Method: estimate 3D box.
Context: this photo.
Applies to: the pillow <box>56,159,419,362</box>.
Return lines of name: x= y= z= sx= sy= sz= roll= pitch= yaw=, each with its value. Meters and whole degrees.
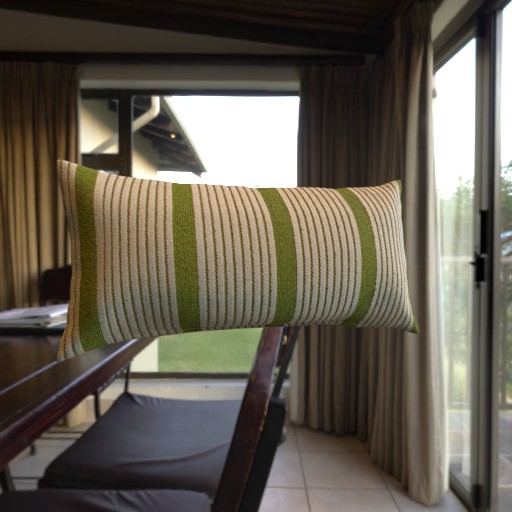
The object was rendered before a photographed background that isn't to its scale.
pillow: x=0.000 y=0.000 z=0.733 sx=0.608 sy=0.292 sz=0.156 roll=0 pitch=1 yaw=-18
